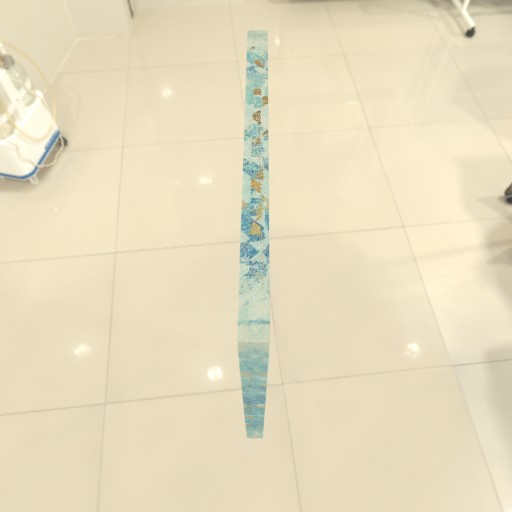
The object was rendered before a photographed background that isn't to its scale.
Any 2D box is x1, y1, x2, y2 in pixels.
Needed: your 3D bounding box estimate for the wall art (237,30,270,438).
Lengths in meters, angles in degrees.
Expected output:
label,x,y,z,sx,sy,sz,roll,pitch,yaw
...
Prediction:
label,x,y,z,sx,sy,sz,roll,pitch,yaw
wall art,0.000,0.000,0.922,0.040,0.609,0.609,1,58,0
